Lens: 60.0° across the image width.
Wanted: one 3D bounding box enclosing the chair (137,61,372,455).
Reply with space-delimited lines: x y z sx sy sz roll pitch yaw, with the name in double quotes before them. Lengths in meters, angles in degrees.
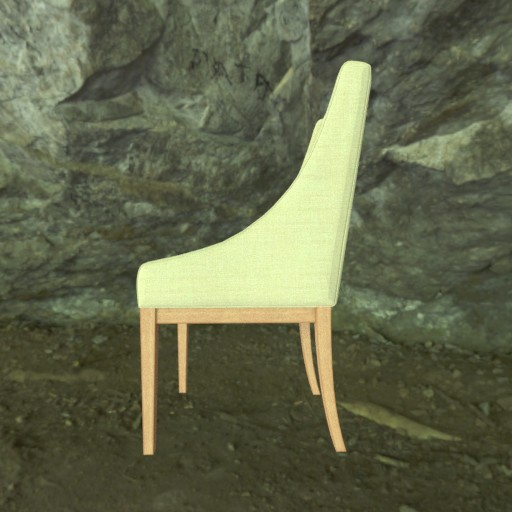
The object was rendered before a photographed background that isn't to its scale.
"chair" 0.000 0.000 1.410 0.611 1.021 0.575 0 0 0
